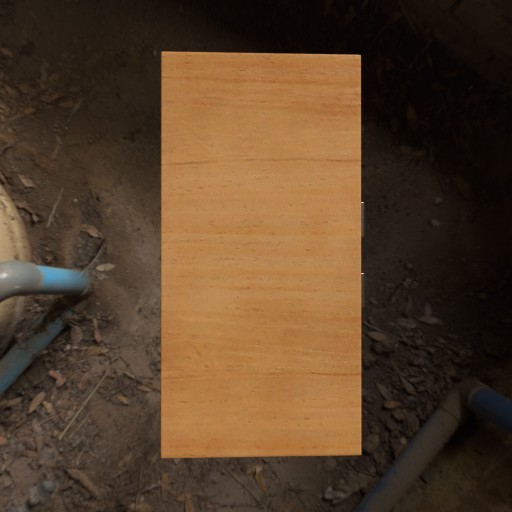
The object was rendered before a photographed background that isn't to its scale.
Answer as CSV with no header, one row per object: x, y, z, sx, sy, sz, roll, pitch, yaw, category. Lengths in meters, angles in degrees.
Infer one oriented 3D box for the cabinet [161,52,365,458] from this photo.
0.000,0.000,1.378,0.419,1.001,0.800,0,90,-2,cabinet
